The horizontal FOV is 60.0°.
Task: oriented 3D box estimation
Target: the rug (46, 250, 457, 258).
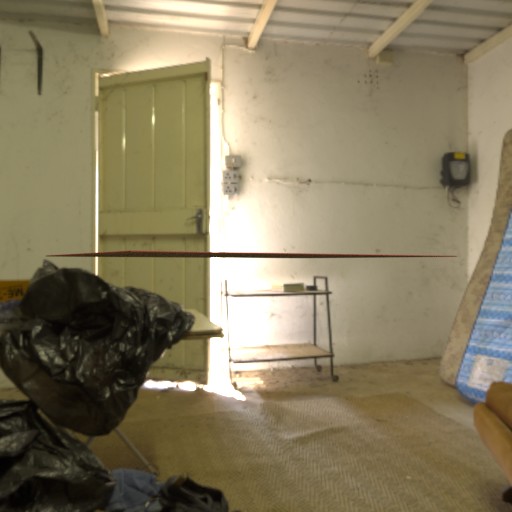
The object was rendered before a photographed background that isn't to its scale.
[{"bbox_3d":[0.000,0.000,2.344,1.814,0.008,1.209,1,-1,-36],"label":"rug"}]
